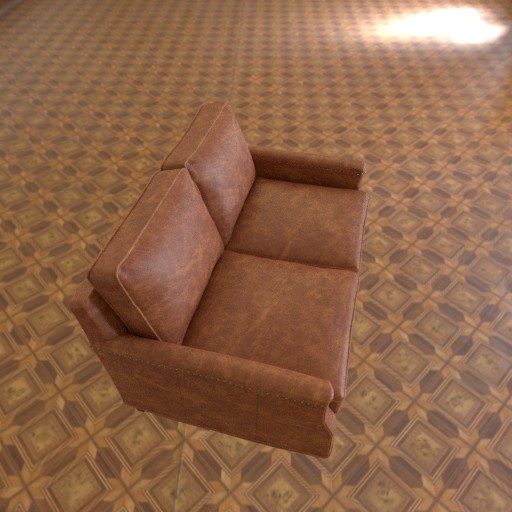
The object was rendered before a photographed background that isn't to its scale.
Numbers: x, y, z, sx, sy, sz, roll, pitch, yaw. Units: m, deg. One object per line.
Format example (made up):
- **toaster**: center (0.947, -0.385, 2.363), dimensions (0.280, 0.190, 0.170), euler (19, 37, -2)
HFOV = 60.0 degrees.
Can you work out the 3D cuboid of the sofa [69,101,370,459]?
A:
- **sofa**: center (0.000, 0.000, 2.302), dimensions (1.084, 1.003, 1.597), euler (11, 47, 10)
